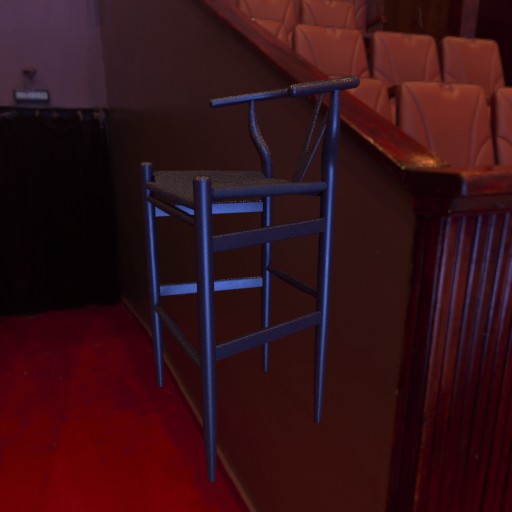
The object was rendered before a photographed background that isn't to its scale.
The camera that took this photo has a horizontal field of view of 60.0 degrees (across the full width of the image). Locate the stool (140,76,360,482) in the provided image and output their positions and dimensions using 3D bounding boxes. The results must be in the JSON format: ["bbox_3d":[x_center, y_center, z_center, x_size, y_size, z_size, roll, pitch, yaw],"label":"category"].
[{"bbox_3d":[0.000,0.000,1.413,0.579,1.072,0.569,-8,17,-26],"label":"stool"}]
